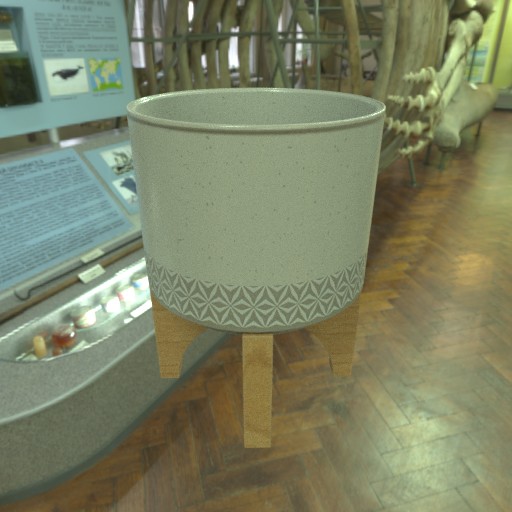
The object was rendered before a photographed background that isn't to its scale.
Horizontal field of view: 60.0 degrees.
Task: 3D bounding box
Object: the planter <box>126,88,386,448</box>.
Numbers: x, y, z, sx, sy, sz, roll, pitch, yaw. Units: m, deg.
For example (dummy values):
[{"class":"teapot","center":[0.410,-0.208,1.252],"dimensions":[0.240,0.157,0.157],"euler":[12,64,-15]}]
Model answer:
[{"class":"planter","center":[0.000,0.000,0.268],"dimensions":[0.130,0.178,0.130],"euler":[0,27,0]}]
